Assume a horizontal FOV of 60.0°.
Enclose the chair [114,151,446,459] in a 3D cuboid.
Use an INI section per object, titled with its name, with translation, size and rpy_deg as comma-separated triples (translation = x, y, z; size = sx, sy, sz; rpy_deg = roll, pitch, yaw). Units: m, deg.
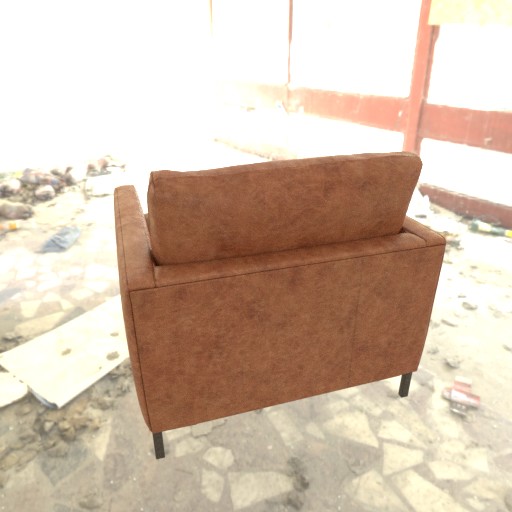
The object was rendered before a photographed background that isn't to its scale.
[chair]
translation = 0.000, 0.000, 1.633
size = 0.967, 0.869, 0.862
rpy_deg = -8, 27, -16
